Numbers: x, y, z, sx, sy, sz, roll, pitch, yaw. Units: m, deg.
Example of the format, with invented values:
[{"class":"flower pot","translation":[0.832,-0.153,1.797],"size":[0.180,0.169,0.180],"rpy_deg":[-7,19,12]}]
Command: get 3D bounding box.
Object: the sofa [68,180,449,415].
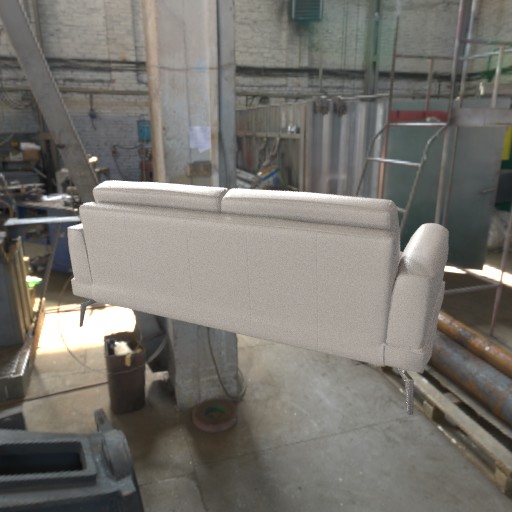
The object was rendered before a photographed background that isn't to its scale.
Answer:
[{"class":"sofa","translation":[0.000,0.000,2.759],"size":[2.177,0.930,1.121],"rpy_deg":[8,18,25]}]
